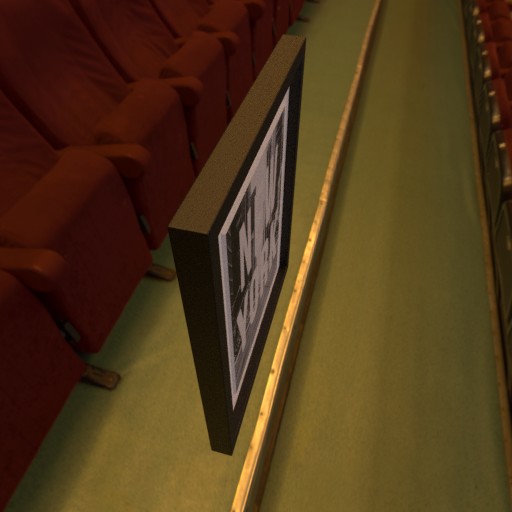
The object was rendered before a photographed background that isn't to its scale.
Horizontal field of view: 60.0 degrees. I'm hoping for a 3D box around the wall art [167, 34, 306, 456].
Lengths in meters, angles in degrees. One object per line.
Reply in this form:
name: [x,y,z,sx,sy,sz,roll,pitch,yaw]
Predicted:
wall art: [0.000,0.000,0.523,0.028,0.381,0.328,11,48,10]
